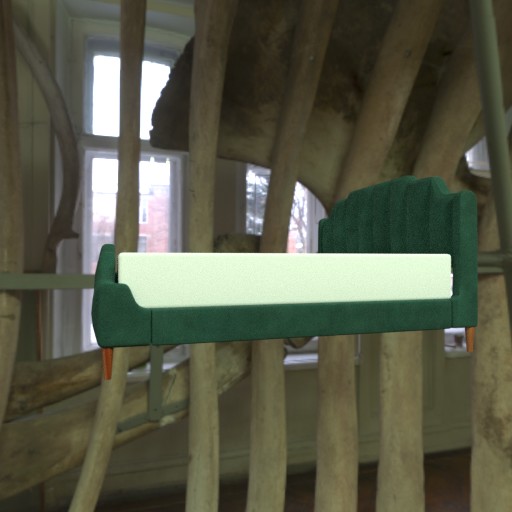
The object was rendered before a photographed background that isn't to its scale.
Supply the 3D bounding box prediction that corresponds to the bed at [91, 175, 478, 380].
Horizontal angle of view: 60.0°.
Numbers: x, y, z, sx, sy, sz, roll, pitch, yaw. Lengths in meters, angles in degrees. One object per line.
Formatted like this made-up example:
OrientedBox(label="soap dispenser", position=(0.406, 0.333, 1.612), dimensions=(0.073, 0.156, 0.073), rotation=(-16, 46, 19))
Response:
OrientedBox(label="bed", position=(0.000, 0.000, 3.476), dimensions=(2.340, 1.245, 2.074), rotation=(0, -1, -18))
